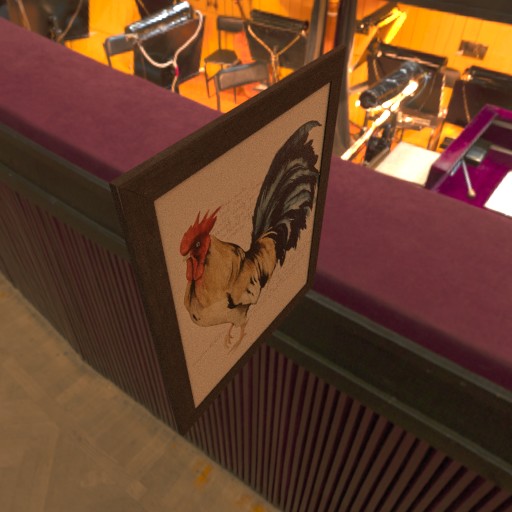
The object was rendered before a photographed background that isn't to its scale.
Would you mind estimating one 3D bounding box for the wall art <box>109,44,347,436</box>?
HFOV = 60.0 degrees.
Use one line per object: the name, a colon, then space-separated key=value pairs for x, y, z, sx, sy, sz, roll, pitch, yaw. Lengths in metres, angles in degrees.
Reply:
wall art: x=0.000 y=0.000 z=0.773 sx=0.013 sy=0.570 sz=0.476 roll=27 pitch=51 yaw=25
